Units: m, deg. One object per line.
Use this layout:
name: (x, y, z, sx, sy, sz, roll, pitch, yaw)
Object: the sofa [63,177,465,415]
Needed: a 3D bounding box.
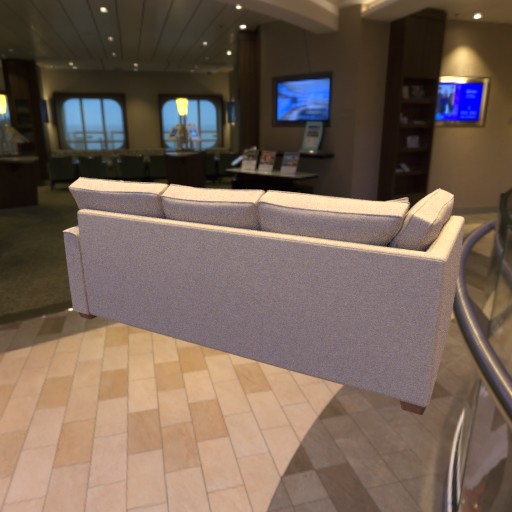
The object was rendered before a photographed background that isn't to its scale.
sofa: (0.000, 0.000, 2.830, 2.317, 0.962, 1.061, 9, 19, 27)
